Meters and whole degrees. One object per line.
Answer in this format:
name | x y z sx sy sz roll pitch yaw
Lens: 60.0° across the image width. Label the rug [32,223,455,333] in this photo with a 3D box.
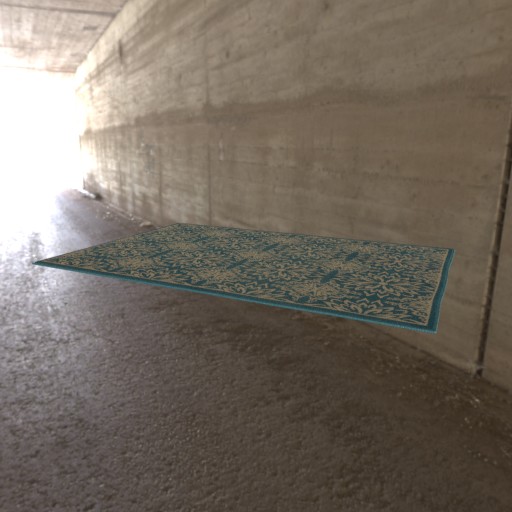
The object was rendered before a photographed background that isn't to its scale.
rug | 0.000 0.000 2.288 1.833 0.012 1.211 7 16 25
